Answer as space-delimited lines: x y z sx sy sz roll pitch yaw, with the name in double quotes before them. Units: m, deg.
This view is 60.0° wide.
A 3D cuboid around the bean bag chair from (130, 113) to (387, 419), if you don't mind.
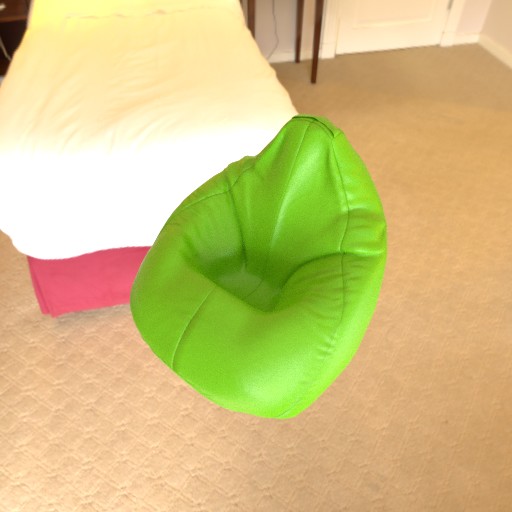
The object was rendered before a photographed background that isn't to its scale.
"bean bag chair" 0.000 0.000 1.918 1.070 0.990 1.070 31 54 26
